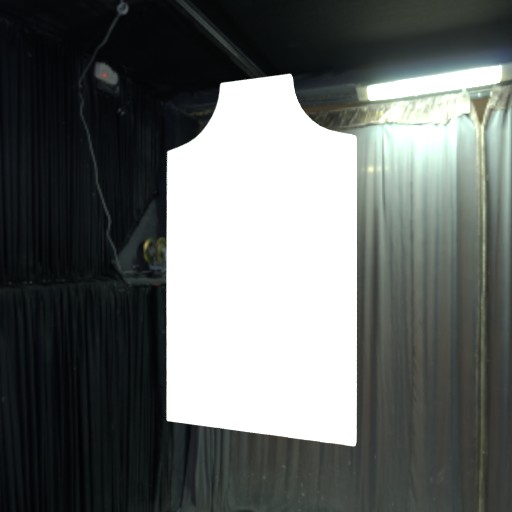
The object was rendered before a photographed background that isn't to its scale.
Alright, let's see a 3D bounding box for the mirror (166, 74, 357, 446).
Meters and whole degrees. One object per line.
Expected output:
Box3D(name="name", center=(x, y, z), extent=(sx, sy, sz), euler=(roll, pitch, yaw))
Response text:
Box3D(name="mirror", center=(0.000, 0.000, 0.909), extent=(0.403, 0.717, 0.022), euler=(0, 0, 19))
